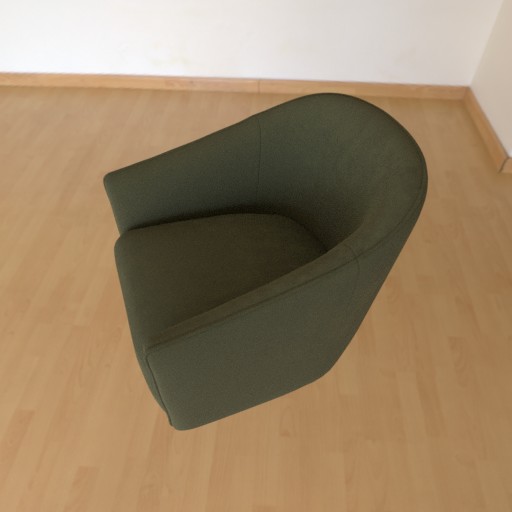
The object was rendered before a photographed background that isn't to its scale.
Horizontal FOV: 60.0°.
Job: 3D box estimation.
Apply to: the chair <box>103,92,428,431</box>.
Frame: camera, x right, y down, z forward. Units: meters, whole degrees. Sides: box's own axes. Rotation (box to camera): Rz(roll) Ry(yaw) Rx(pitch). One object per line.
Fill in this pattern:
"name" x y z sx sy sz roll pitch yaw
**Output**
"chair" 0.000 0.000 1.436 0.875 0.799 0.747 -15 49 -14
